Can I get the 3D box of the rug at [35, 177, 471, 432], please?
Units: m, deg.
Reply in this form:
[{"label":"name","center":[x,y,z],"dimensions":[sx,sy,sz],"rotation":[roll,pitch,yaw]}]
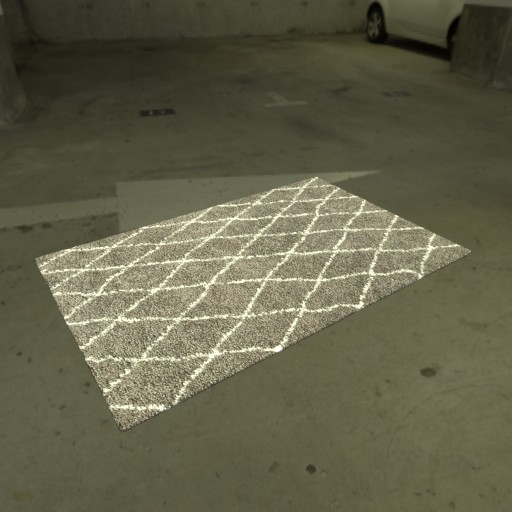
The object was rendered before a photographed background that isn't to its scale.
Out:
[{"label":"rug","center":[0.000,0.000,3.306],"dimensions":[2.743,0.030,1.778],"rotation":[-20,38,-29]}]
